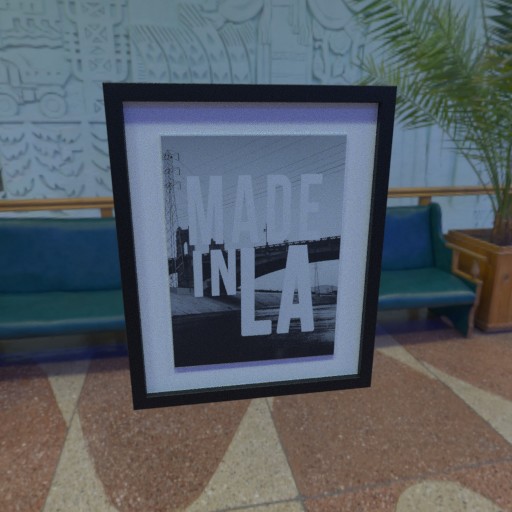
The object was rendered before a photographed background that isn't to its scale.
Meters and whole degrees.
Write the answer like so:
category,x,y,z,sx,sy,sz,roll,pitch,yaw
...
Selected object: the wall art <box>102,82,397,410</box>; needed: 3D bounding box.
category,x,y,z,sx,sy,sz,roll,pitch,yaw
wall art,0.000,0.000,0.773,0.457,0.559,0.028,-3,17,-9
